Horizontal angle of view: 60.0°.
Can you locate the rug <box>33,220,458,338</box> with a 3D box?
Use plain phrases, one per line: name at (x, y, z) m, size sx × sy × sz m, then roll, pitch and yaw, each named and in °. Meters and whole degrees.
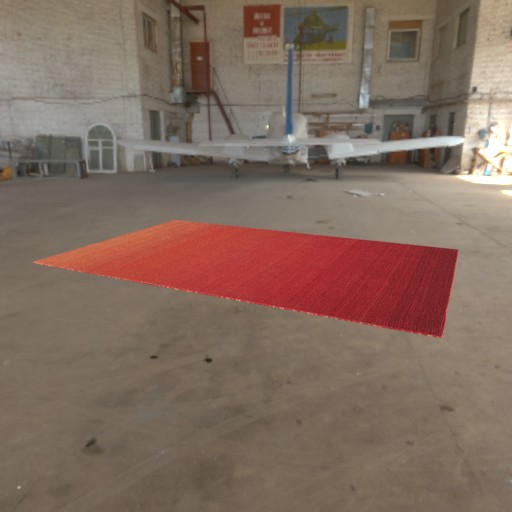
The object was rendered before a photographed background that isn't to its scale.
rug at (0.000, 0.000, 2.984) m, size 2.442 × 0.010 × 1.531 m, roll 8°, pitch 18°, yaw 25°
